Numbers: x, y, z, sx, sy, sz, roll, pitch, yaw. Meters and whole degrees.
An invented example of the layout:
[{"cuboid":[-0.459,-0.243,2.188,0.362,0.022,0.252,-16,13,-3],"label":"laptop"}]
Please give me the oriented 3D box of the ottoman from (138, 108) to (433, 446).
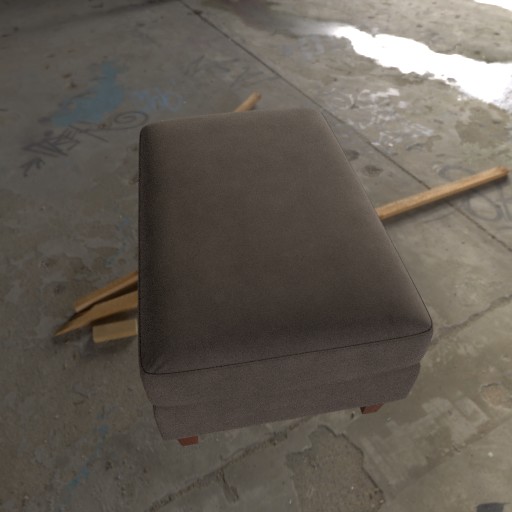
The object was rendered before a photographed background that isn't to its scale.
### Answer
[{"cuboid":[0.000,0.000,1.214,0.584,0.483,0.864,-7,48,-7],"label":"ottoman"}]
